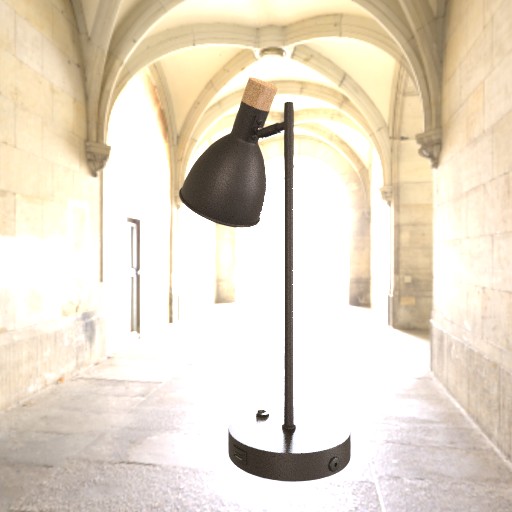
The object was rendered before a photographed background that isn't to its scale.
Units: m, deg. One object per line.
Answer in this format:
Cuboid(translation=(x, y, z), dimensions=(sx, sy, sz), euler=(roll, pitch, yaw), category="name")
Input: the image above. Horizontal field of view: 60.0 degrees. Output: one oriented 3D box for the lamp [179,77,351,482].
Cuboid(translation=(0.000, 0.000, 0.600), dimensions=(0.152, 0.483, 0.287), euler=(0, 0, -37), category="lamp")
